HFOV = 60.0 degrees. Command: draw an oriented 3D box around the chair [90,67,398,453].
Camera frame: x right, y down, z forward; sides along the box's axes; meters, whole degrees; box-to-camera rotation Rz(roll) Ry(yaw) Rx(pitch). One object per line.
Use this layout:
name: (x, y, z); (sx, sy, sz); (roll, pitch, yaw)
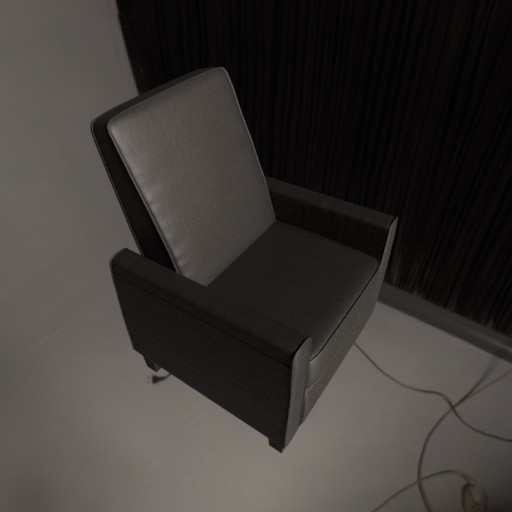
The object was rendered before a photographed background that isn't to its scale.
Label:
chair: (0.000, 0.000, 1.505); (0.746, 1.013, 0.705); (25, 48, 25)
